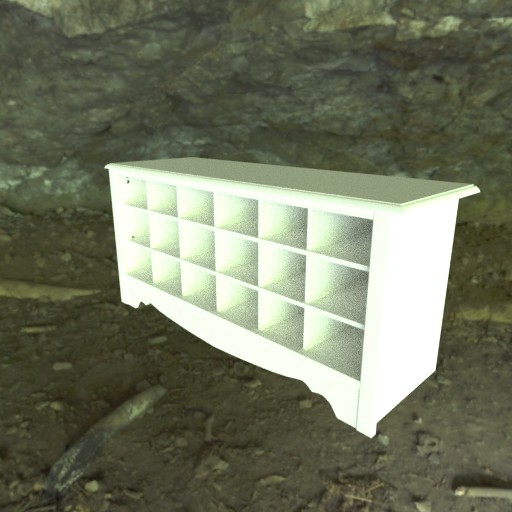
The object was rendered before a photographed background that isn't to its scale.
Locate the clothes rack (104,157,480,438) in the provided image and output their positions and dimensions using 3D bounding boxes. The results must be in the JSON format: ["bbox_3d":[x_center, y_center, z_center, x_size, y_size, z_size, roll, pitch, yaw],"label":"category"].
[{"bbox_3d":[0.000,0.000,1.488,1.218,0.558,0.405,16,24,42],"label":"clothes rack"}]
